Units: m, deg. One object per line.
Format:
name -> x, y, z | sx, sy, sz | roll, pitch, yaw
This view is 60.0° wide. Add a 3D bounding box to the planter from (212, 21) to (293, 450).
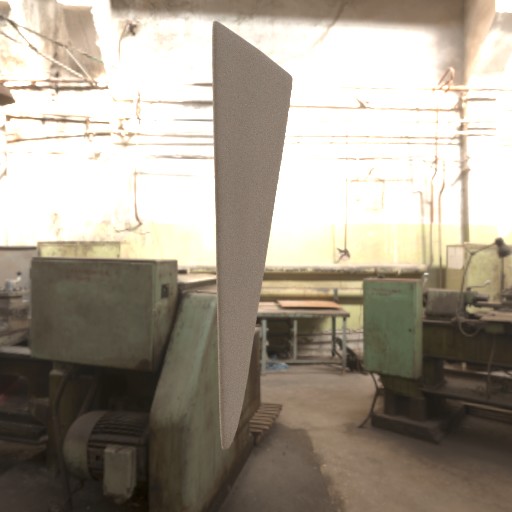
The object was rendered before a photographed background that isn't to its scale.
planter -> 0.000, 0.000, 0.387 | 0.065, 0.338, 0.143 | 0, 0, 1
